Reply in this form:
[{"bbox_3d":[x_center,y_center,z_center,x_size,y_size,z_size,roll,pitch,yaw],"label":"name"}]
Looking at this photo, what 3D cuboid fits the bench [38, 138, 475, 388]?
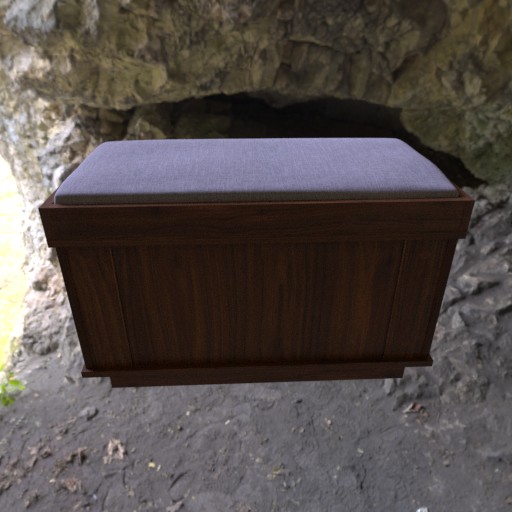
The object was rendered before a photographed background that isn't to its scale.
[{"bbox_3d":[0.000,0.000,0.999,0.734,0.461,0.362,-1,30,-2],"label":"bench"}]
